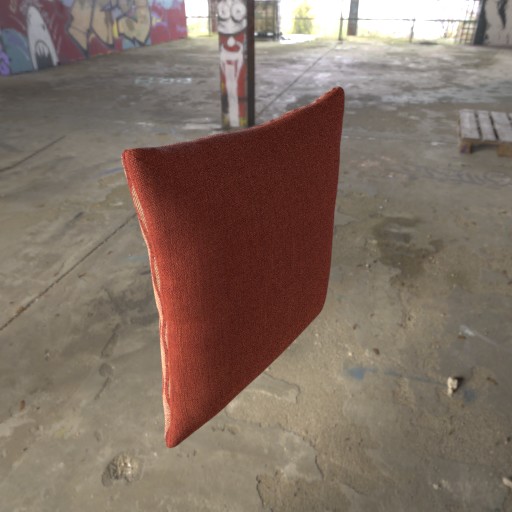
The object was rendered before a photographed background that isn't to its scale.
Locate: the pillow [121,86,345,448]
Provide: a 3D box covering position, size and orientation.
[{"bbox_3d":[0.000,0.000,0.668,0.159,0.434,0.429,21,37,30],"label":"pillow"}]
